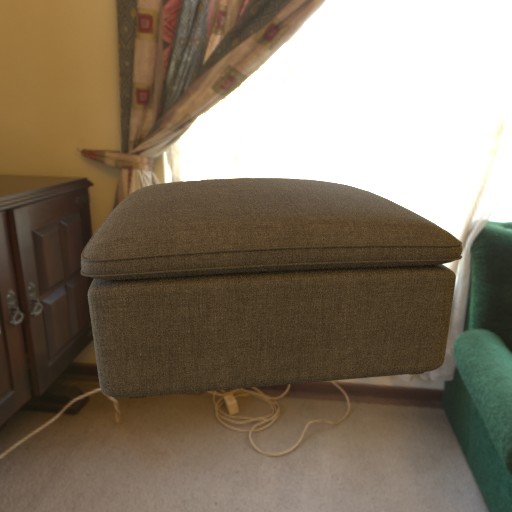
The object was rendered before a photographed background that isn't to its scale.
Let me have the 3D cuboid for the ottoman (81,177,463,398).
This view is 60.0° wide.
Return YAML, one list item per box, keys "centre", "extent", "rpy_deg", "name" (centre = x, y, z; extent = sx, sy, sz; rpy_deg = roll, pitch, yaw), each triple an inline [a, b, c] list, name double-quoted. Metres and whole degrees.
- centre: [0.000, 0.000, 1.708]
  extent: [1.067, 0.559, 1.067]
  rpy_deg: [-2, 16, -8]
  name: "ottoman"
